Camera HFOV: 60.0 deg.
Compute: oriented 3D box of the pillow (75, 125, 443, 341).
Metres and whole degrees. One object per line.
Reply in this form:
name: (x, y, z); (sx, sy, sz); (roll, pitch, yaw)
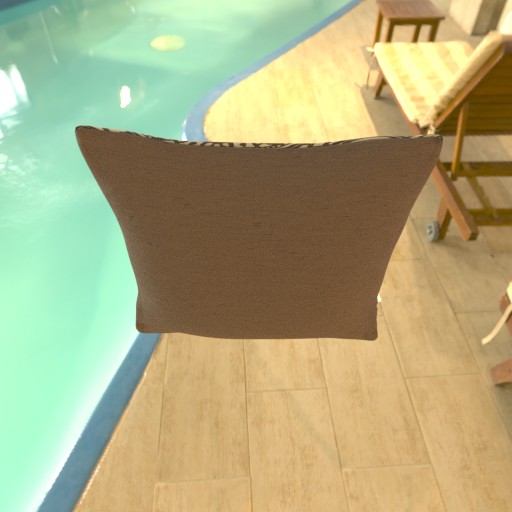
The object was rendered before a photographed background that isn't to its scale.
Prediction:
pillow: (0.000, 0.000, 0.659); (0.436, 0.417, 0.148); (2, 46, 2)
